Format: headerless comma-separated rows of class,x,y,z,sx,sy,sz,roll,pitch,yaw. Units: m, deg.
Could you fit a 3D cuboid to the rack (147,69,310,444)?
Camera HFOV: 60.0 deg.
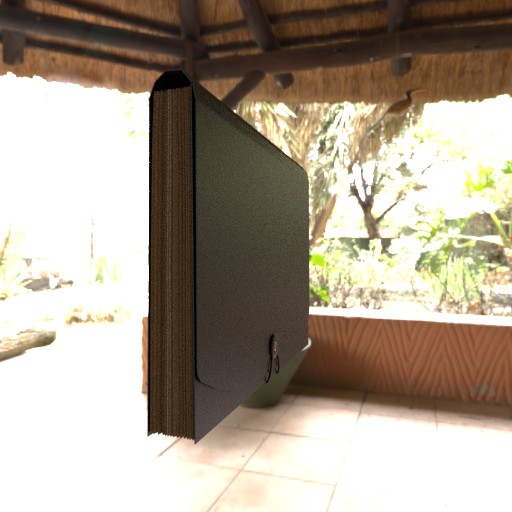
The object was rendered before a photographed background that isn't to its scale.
rack,0.000,0.000,0.441,0.041,0.241,0.330,0,0,19
